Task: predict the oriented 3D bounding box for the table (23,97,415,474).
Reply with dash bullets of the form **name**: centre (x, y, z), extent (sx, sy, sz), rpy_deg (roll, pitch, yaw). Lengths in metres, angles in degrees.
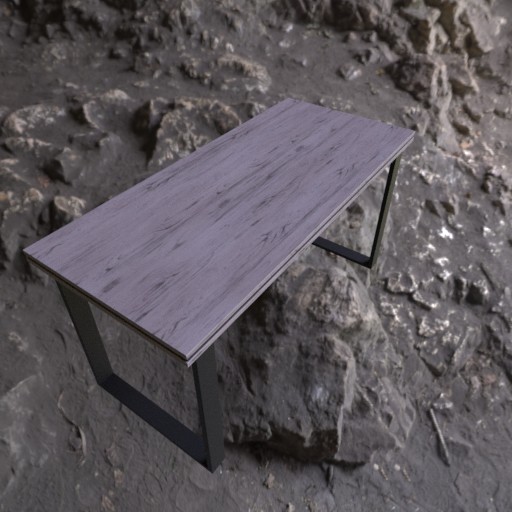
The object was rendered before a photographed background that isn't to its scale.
- **table**: centre (0.000, 0.000, 2.262), extent (0.795, 0.899, 1.778), rpy_deg (25, 47, 26)
